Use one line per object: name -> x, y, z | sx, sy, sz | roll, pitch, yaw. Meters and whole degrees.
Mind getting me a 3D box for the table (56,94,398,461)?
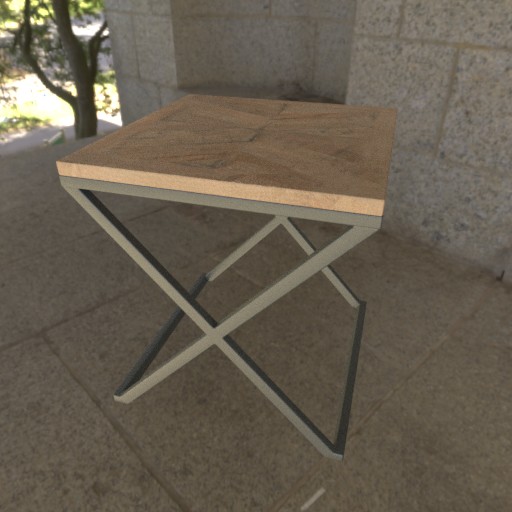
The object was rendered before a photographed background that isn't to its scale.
table -> 0.000, 0.000, 0.966 | 0.498, 0.550, 0.499 | 9, 33, 14
